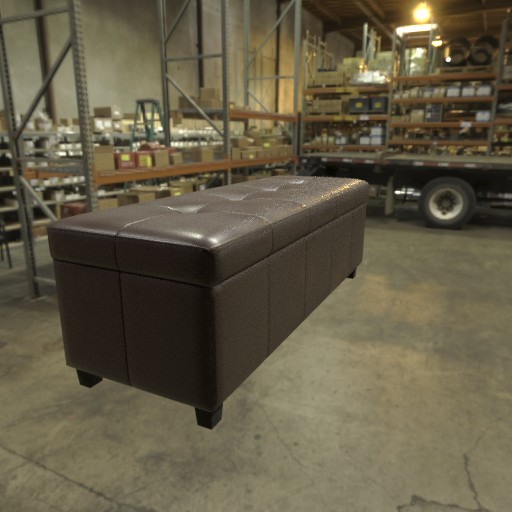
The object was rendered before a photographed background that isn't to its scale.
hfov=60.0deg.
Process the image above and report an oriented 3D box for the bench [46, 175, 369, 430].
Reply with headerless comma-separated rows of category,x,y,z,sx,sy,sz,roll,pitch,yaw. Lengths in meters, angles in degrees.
bench,0.000,0.000,1.435,0.450,0.417,1.219,8,17,26
